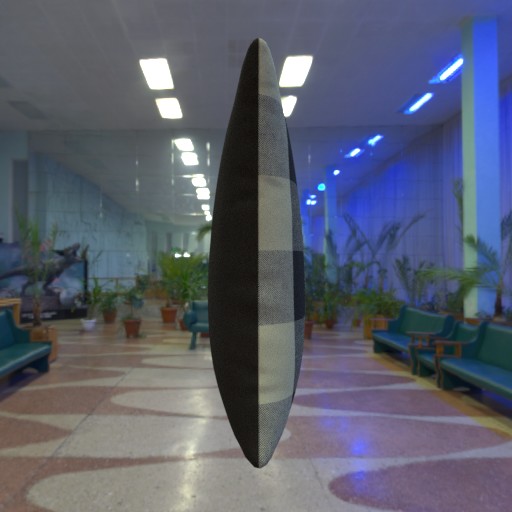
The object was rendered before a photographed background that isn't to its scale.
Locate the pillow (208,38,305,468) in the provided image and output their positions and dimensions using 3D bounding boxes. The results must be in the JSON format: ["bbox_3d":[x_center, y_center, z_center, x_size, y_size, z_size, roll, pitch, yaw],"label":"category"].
[{"bbox_3d":[0.000,0.000,0.772,0.161,0.509,0.511,0,-1,-1],"label":"pillow"}]
